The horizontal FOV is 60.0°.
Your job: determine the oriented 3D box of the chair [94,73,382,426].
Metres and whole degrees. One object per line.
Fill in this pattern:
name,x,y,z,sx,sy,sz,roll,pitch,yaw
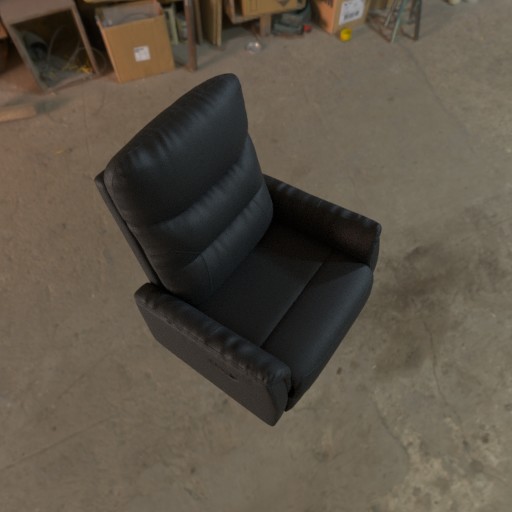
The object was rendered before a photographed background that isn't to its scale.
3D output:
chair,0.000,0.000,1.658,0.831,1.082,0.775,32,63,18
